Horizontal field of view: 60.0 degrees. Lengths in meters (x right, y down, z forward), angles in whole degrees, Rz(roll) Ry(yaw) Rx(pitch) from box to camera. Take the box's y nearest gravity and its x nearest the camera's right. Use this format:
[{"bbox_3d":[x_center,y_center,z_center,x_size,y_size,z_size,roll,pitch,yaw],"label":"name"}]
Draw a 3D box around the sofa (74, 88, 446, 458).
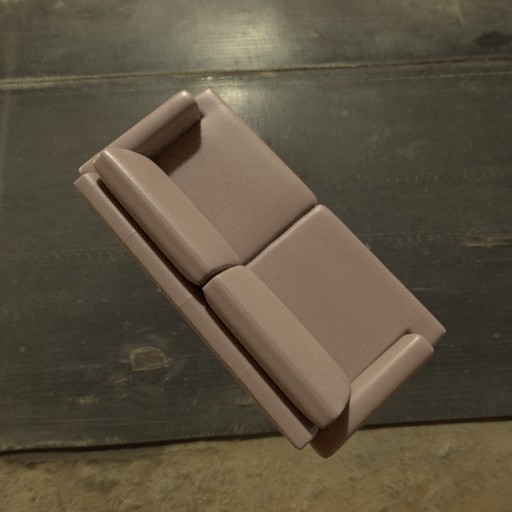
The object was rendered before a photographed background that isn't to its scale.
[{"bbox_3d":[0.000,0.000,2.381,0.974,0.765,1.940,-41,80,-9],"label":"sofa"}]
